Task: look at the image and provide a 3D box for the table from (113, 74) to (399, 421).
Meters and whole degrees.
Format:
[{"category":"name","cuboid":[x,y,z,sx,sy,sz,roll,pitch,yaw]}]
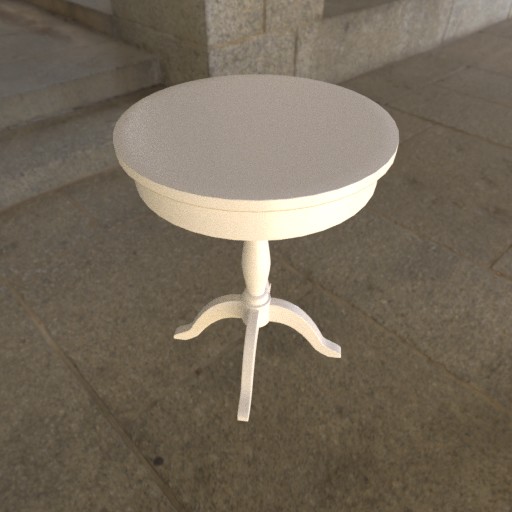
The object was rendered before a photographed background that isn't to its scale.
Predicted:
[{"category":"table","cuboid":[0.000,0.000,1.029,0.513,0.653,0.513,0,41,0]}]
